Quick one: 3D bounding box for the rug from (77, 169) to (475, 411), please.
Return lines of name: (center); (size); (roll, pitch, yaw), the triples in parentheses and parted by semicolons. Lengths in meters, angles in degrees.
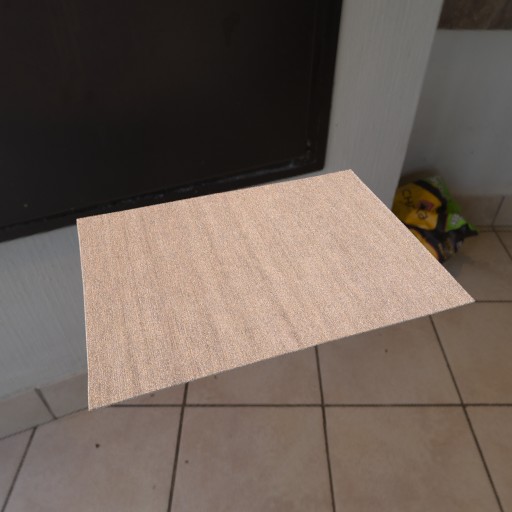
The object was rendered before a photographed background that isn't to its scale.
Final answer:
rug: (0.000, 0.000, 2.975); (2.264, 0.030, 1.624); (-12, 43, -14)
